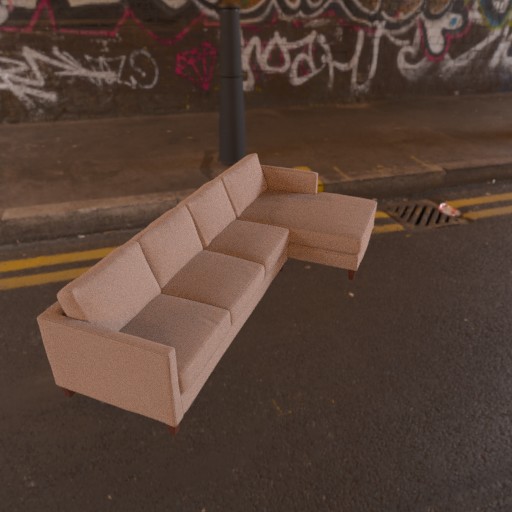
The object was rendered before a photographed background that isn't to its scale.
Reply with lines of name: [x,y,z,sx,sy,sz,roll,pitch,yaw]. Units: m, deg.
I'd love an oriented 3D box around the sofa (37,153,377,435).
sofa: [0.000,0.000,3.819,1.625,0.861,3.186,11,32,19]
